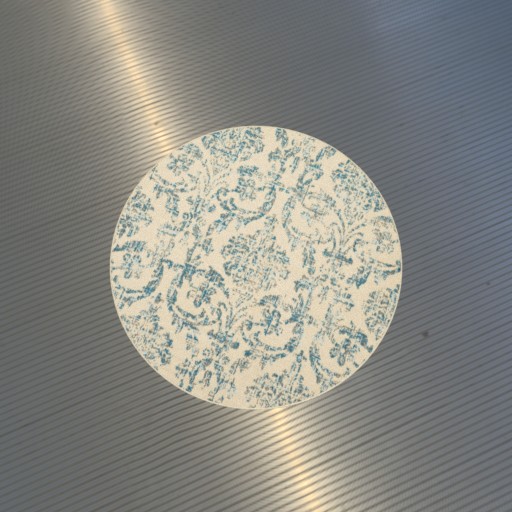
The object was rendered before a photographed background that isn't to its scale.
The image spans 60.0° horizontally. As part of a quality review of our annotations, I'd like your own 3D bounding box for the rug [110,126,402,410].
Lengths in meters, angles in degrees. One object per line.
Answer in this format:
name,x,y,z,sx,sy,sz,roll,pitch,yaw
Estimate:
rug,0.000,0.000,2.421,1.593,0.012,1.593,0,75,0
